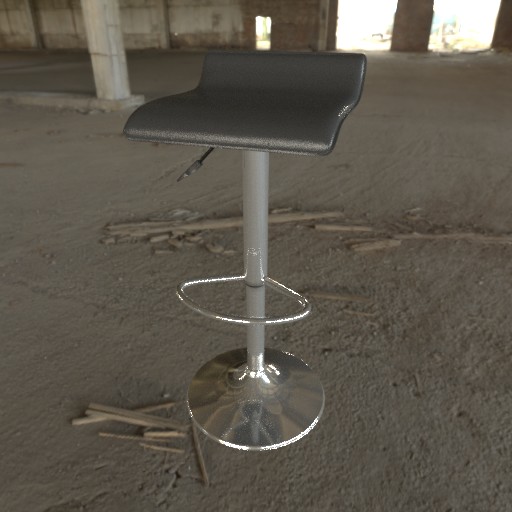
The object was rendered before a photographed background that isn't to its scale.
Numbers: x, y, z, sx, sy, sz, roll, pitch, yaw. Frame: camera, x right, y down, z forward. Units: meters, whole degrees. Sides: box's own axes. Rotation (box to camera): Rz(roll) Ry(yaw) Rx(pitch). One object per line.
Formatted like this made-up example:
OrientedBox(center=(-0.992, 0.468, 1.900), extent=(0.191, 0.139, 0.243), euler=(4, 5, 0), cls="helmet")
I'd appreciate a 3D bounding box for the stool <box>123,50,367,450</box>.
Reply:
OrientedBox(center=(0.000, 0.000, 1.033), extent=(0.381, 0.851, 0.381), euler=(9, 29, 16), cls="stool")
